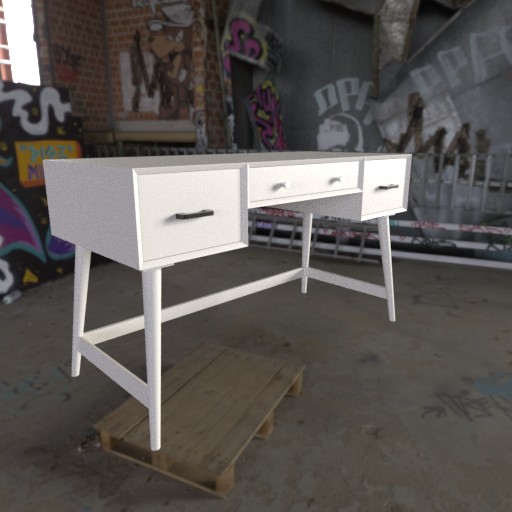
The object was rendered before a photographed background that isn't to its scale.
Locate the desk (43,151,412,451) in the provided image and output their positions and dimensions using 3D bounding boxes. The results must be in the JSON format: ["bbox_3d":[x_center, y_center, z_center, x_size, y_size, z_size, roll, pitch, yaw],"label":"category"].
[{"bbox_3d":[0.000,0.000,1.740,1.313,0.762,0.589,-14,20,-42],"label":"desk"}]
